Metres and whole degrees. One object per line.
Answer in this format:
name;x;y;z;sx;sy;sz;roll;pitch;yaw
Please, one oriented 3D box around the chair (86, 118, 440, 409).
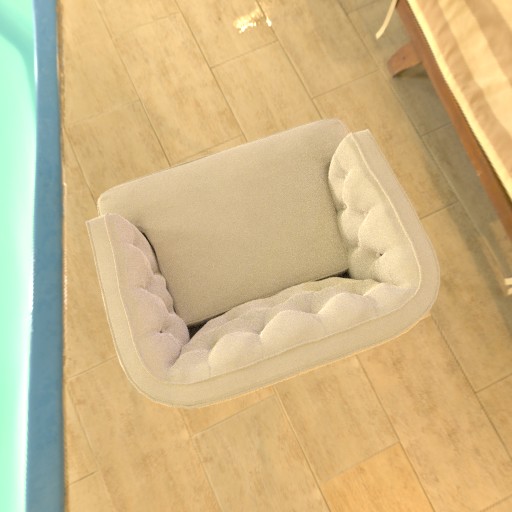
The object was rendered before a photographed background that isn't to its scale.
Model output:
chair;0.000;0.000;1.786;1.104;0.852;0.941;-19;78;-4
